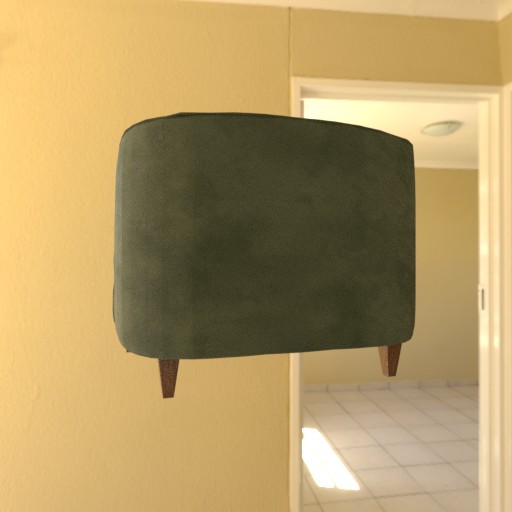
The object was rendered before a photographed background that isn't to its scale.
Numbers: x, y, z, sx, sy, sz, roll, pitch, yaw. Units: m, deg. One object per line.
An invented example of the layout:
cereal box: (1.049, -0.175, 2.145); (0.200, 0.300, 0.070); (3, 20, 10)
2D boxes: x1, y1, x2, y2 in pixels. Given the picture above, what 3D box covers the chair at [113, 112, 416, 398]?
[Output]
chair: (0.000, 0.000, 1.797); (1.104, 0.852, 0.941); (0, 0, -18)
